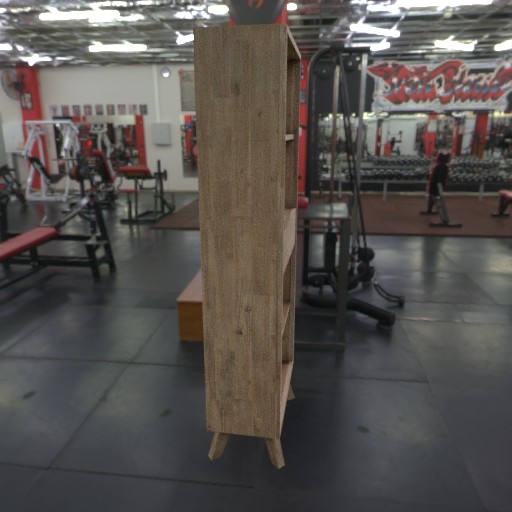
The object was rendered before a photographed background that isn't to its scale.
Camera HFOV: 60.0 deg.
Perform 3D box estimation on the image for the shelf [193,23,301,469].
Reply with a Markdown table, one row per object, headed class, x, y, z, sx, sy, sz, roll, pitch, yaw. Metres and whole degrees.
| class | x | y | z | sx | sy | sz | roll | pitch | yaw |
| --- | --- | --- | --- | --- | --- | --- | --- | --- | --- |
| shelf | 0.000 | 0.000 | 1.530 | 0.267 | 1.342 | 0.491 | 3 | 16 | 9 |
